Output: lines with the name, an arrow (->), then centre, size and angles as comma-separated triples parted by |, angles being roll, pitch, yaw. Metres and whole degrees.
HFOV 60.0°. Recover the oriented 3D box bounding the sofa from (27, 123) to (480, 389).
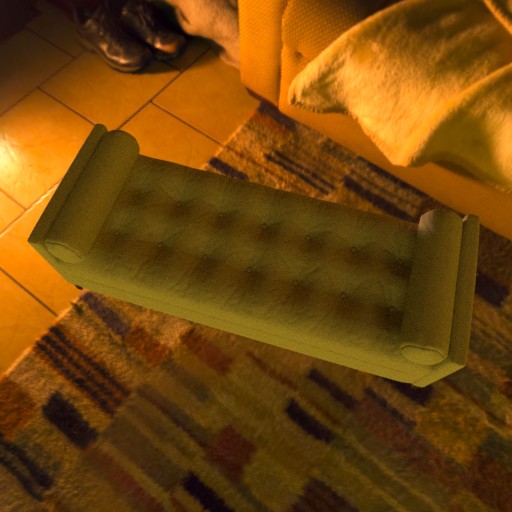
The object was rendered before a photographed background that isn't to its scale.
sofa -> 0.000, 0.000, 2.412 | 2.102, 0.705, 0.796 | 15, 65, 7
